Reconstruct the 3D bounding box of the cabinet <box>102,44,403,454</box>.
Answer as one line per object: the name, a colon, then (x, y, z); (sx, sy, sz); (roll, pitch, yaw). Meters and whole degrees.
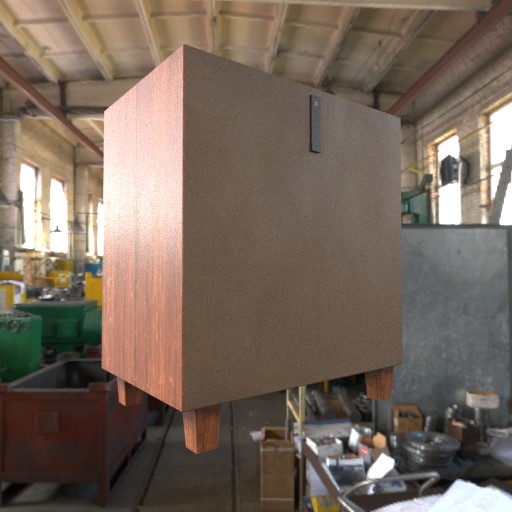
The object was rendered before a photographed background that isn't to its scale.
cabinet: (0.000, 0.000, 1.075); (0.607, 0.695, 0.410); (1, -2, -37)
